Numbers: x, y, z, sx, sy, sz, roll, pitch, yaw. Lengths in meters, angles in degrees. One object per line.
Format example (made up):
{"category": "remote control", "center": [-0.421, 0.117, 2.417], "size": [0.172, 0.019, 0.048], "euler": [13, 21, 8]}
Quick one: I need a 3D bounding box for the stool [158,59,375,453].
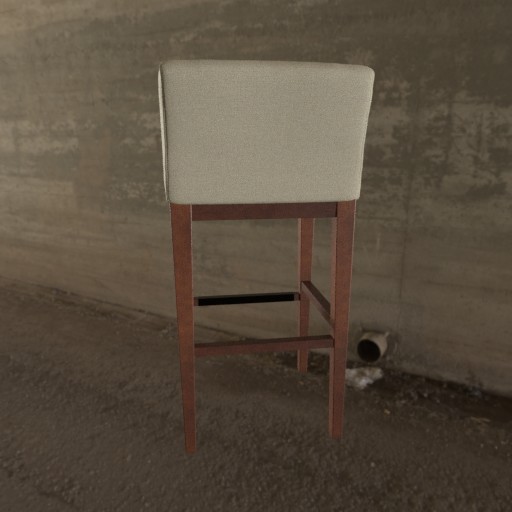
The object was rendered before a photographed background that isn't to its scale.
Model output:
{"category": "stool", "center": [0.000, 0.000, 1.350], "size": [0.511, 1.037, 0.500], "euler": [-2, 14, -8]}
